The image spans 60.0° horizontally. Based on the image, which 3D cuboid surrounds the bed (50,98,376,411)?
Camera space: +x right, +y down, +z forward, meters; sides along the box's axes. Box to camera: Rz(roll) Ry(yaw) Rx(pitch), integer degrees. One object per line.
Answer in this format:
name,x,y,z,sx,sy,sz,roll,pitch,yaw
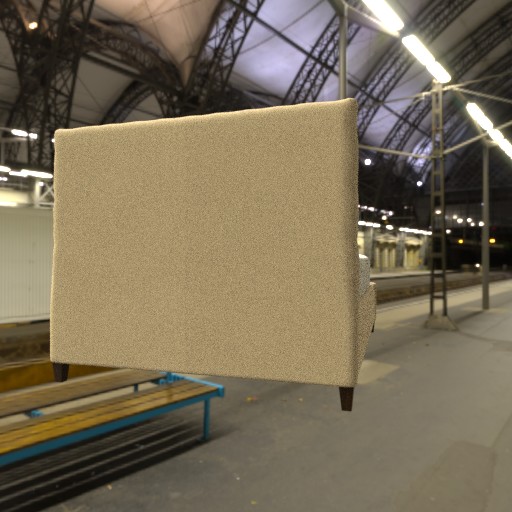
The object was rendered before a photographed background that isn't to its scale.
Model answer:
bed,0.000,0.000,3.360,1.698,1.427,2.387,0,-1,17
